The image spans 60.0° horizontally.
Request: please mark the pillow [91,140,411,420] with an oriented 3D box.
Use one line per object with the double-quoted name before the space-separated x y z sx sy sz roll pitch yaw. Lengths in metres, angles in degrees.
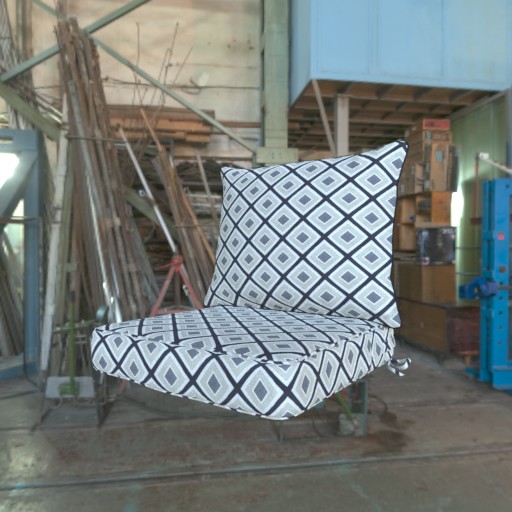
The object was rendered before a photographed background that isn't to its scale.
"pillow" 0.000 0.000 1.373 0.798 0.722 0.733 1 1 36
